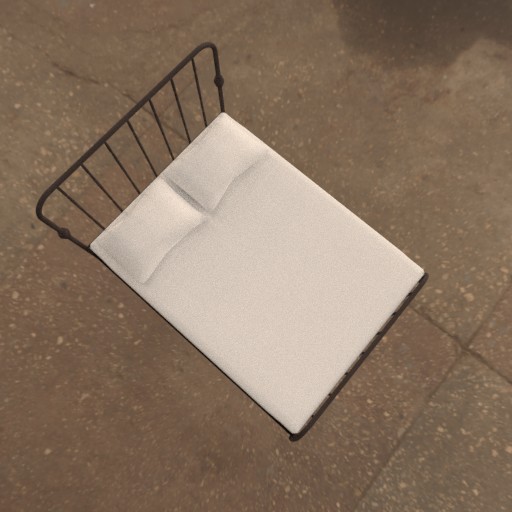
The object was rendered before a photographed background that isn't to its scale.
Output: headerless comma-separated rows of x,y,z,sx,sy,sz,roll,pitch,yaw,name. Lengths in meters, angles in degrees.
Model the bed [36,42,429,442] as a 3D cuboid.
0.000,0.000,3.173,2.134,1.446,1.616,40,79,9,bed
